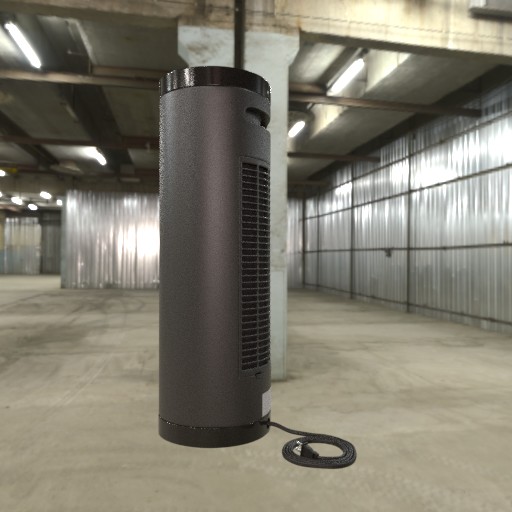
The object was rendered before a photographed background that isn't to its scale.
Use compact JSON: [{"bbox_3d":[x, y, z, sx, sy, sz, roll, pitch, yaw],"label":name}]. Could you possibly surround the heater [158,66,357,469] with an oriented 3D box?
[{"bbox_3d":[0.000,0.000,0.688,0.312,0.552,0.174,0,-1,18],"label":"heater"}]
